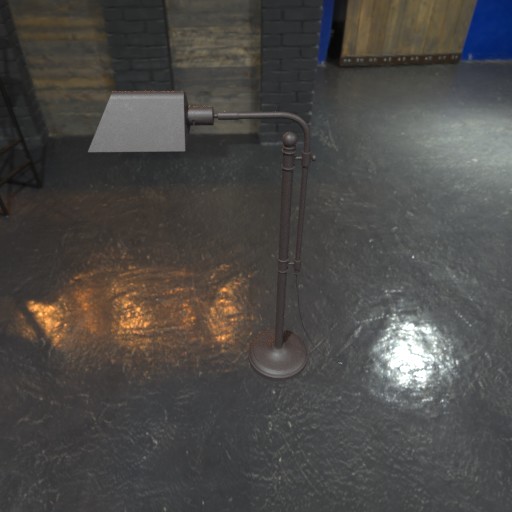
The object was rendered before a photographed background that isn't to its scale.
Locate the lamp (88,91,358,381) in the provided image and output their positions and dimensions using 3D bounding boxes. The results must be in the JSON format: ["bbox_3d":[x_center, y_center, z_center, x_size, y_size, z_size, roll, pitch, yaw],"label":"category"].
[{"bbox_3d":[0.000,0.000,0.948,0.545,0.708,0.159,-1,41,-1],"label":"lamp"}]
